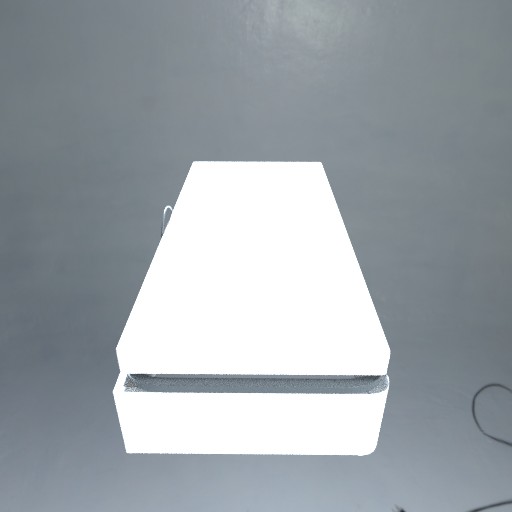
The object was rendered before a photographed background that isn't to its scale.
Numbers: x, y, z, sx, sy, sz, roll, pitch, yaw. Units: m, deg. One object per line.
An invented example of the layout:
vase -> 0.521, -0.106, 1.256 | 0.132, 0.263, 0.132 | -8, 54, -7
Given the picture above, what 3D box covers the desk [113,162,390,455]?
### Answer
desk -> 0.000, 0.000, 2.260 | 0.900, 0.526, 1.900 | 0, 30, 0
